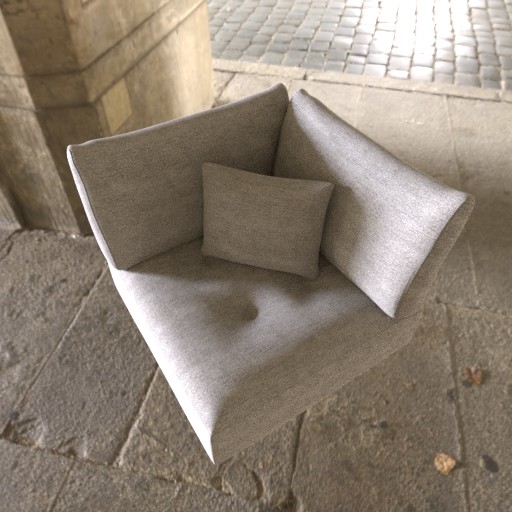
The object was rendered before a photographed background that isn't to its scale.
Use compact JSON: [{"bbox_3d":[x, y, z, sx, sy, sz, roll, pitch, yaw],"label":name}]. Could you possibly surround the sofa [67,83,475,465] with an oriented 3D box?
[{"bbox_3d":[0.000,0.000,1.728,1.000,0.820,1.000,-25,51,-22],"label":"sofa"}]
